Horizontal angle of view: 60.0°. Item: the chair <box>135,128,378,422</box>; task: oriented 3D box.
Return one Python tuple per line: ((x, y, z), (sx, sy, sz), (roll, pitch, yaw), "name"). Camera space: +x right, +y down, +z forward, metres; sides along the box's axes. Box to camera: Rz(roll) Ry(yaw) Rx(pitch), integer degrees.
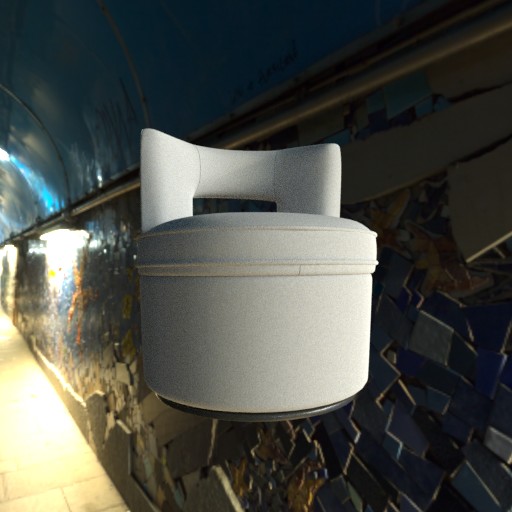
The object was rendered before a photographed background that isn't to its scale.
((0.000, 0.000, 1.235), (0.650, 0.723, 0.665), (0, 0, -17), "chair")
